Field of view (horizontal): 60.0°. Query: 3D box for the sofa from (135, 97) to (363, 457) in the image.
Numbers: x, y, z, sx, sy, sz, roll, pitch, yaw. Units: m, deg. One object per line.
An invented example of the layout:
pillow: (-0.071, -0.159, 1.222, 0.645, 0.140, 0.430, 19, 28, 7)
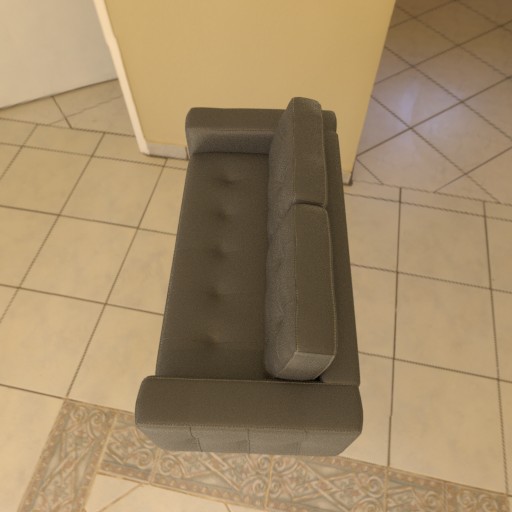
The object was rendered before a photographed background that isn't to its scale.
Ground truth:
sofa: (0.000, 0.000, 2.164, 0.833, 0.892, 1.726, 2, 58, 1)
